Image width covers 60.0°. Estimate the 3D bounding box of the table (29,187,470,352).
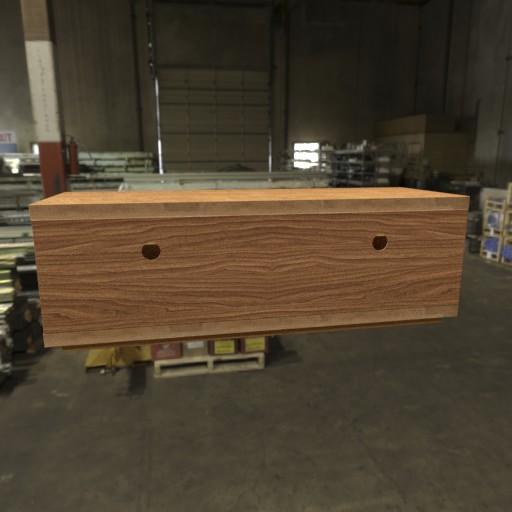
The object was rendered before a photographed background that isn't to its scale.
[{"bbox_3d":[0.000,0.000,1.771,1.499,0.491,0.499,-2,13,-11],"label":"table"}]
